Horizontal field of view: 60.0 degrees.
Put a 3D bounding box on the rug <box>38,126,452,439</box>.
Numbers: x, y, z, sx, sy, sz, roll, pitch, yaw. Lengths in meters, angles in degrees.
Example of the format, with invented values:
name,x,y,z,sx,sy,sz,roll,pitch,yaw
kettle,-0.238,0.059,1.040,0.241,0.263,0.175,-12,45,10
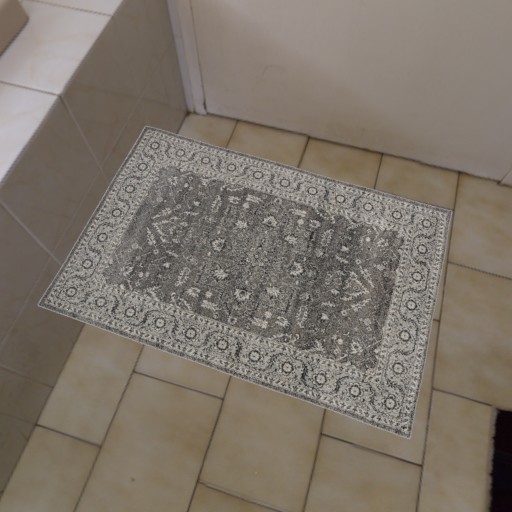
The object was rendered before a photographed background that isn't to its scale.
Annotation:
name,x,y,z,sx,sy,sz,roll,pitch,yaw
rug,0.000,0.000,2.269,1.828,0.019,1.209,17,65,8
